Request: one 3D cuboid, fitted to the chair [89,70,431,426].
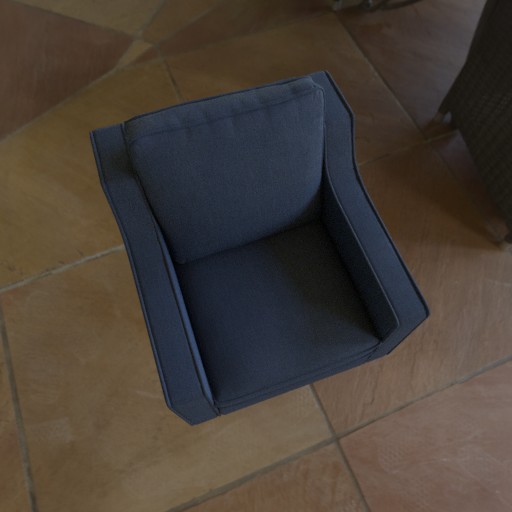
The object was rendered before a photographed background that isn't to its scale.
[{"bbox_3d":[0.000,0.000,1.609,0.831,0.960,0.909,-18,66,-8],"label":"chair"}]
